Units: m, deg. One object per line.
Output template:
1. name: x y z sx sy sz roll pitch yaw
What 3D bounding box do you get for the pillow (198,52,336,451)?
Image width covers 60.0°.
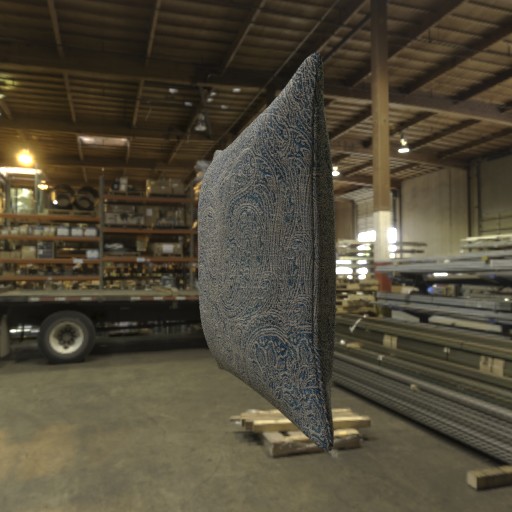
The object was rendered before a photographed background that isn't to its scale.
1. pillow: 0.000 0.000 0.797 0.166 0.510 0.523 1 -2 -19
